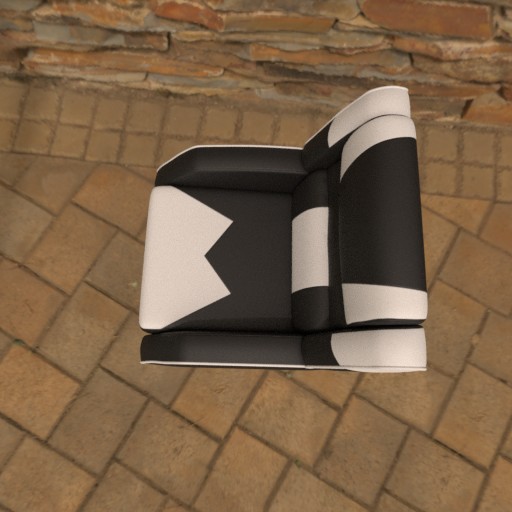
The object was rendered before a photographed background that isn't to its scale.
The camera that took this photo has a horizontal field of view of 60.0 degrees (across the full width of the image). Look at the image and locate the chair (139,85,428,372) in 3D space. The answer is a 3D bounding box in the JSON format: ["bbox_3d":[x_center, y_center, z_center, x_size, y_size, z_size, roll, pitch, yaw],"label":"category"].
[{"bbox_3d":[0.000,0.000,1.253,0.672,0.805,0.620,1,76,0],"label":"chair"}]
